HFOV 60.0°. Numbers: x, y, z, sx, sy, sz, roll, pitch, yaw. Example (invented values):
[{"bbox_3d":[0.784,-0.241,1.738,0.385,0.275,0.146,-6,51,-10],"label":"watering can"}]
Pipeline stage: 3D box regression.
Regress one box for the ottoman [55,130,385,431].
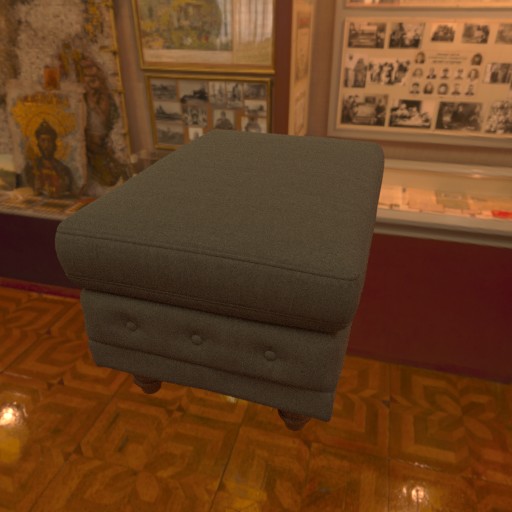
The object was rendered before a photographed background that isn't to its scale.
[{"bbox_3d":[0.000,0.000,1.144,0.569,0.500,0.771,9,30,15],"label":"ottoman"}]
